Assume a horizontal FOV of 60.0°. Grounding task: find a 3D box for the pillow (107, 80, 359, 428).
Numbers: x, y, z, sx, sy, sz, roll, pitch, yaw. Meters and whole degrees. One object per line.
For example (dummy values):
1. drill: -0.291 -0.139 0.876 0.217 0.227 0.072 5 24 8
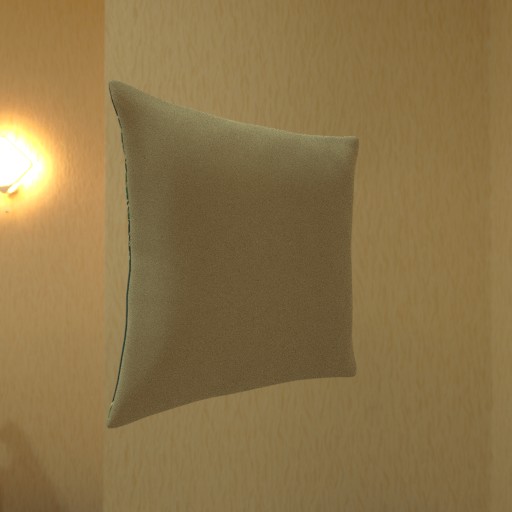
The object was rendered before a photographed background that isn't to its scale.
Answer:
1. pillow: 0.000 0.000 0.793 0.525 0.508 0.166 0 -1 -35
